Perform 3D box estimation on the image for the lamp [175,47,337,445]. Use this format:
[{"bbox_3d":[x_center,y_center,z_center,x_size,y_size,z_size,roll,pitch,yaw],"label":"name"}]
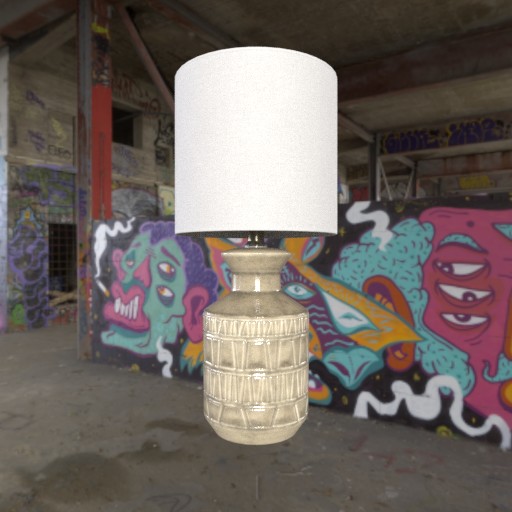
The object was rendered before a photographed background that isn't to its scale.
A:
[{"bbox_3d":[0.000,0.000,0.586,0.211,0.455,0.211,0,0,-37],"label":"lamp"}]
